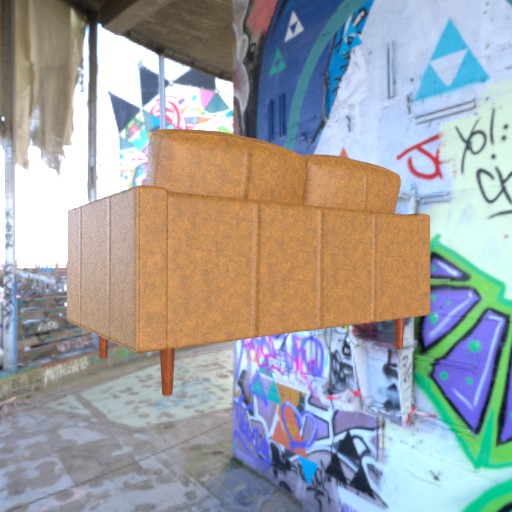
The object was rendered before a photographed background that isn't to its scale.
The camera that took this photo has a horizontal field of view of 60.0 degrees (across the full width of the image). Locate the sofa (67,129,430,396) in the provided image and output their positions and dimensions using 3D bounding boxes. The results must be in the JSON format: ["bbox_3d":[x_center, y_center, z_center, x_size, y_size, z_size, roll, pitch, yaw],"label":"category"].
[{"bbox_3d":[0.000,0.000,2.189,1.578,0.951,0.909,0,0,-36],"label":"sofa"}]
